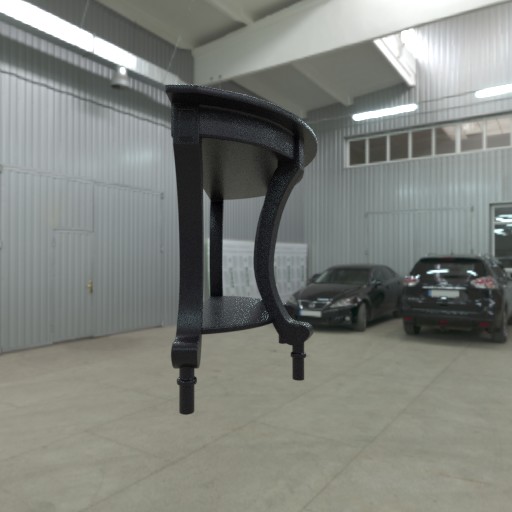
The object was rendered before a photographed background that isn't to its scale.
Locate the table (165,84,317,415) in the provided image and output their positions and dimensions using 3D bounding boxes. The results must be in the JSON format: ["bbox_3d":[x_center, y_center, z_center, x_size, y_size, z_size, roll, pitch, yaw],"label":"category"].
[{"bbox_3d":[0.000,0.000,1.501,0.394,0.692,1.198,0,0,-1],"label":"table"}]
